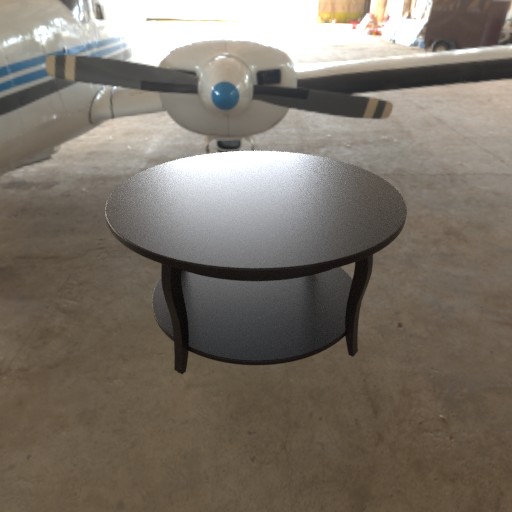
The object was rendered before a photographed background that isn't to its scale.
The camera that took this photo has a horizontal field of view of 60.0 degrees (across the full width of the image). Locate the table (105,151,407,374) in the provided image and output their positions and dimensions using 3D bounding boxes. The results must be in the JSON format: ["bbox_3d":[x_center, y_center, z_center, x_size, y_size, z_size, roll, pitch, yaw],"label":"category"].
[{"bbox_3d":[0.000,0.000,1.512,0.914,0.457,0.914,0,30,0],"label":"table"}]
